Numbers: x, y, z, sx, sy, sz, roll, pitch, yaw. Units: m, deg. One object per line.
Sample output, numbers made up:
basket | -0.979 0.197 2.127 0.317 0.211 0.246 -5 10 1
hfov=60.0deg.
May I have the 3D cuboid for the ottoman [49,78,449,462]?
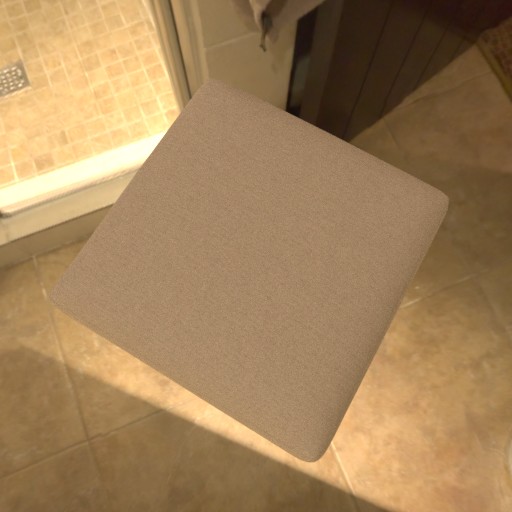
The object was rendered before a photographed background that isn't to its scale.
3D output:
ottoman | 0.000 0.000 1.625 1.041 0.470 1.041 29 76 8
